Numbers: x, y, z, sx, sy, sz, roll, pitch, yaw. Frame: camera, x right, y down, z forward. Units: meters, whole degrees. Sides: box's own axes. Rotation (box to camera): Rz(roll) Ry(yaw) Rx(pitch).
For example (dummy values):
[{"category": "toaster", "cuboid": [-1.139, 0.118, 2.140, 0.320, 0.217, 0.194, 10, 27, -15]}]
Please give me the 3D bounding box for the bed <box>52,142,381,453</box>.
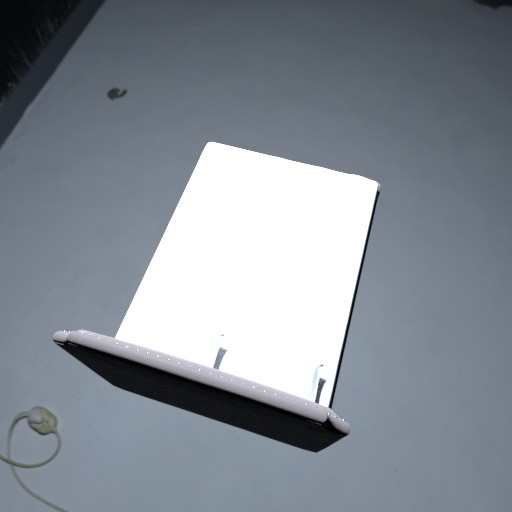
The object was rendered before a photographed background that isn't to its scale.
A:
[{"category": "bed", "cuboid": [0.000, 0.000, 3.417, 1.713, 1.443, 2.372, 15, 63, 8]}]
